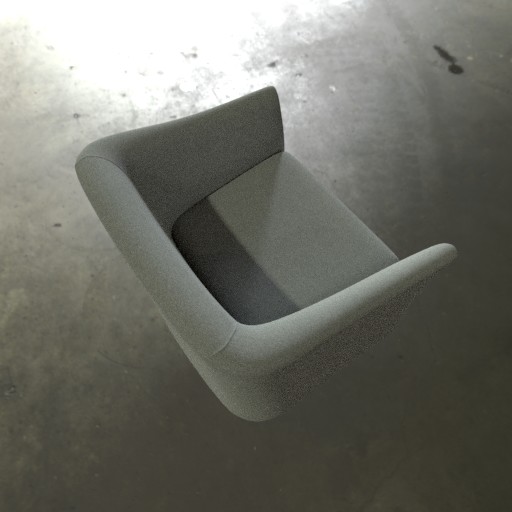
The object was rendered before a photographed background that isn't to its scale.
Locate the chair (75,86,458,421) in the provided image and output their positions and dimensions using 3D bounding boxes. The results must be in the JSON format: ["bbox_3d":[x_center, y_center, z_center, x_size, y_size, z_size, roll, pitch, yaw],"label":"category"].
[{"bbox_3d":[0.000,0.000,1.340,0.700,0.720,0.790,-32,64,-18],"label":"chair"}]
